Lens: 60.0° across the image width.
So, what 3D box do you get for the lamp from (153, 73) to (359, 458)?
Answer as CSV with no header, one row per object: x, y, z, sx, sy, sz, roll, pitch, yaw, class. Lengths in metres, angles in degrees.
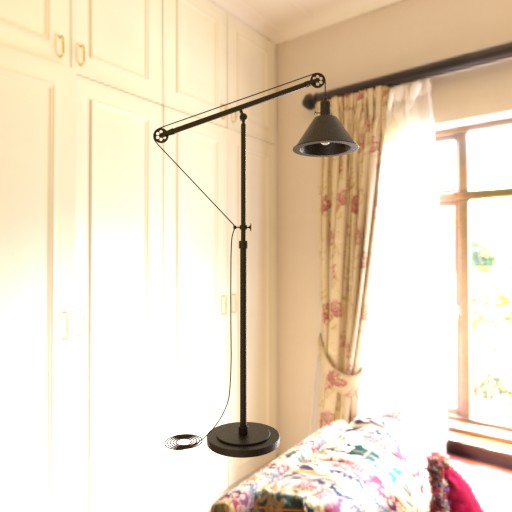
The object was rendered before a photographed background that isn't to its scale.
0.000,0.000,1.951,0.904,1.626,0.319,0,-1,-1,lamp
